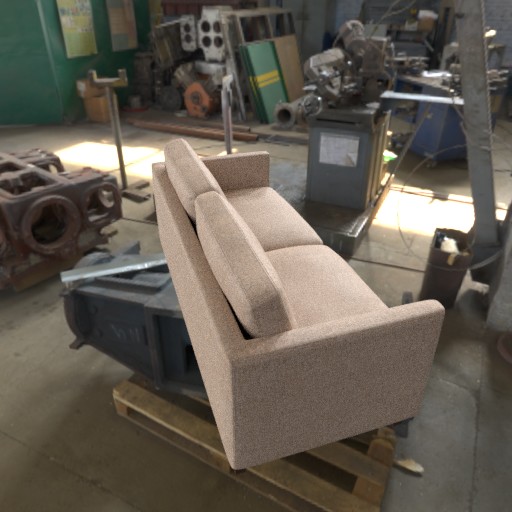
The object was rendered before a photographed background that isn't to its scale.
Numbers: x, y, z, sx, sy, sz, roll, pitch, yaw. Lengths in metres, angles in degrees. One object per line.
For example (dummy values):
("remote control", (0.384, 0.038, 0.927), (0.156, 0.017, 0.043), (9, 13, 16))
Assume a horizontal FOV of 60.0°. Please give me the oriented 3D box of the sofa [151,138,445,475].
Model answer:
("sofa", (0.000, 0.000, 2.677), (0.951, 0.965, 2.208), (-10, 32, -16))
